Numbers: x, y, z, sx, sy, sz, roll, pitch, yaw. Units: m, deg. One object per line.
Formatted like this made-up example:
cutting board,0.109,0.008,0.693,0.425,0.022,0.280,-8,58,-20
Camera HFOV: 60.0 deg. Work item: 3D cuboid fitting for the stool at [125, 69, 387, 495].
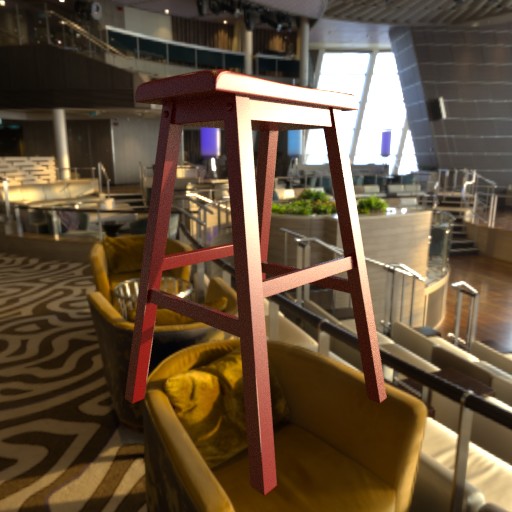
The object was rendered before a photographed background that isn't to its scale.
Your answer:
stool,0.000,0.000,1.037,0.476,0.737,0.457,12,17,42
